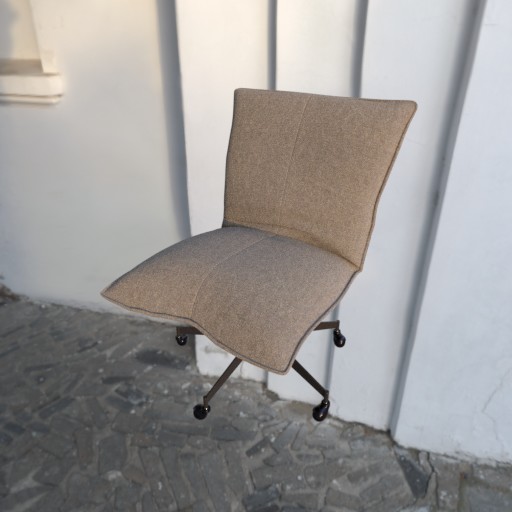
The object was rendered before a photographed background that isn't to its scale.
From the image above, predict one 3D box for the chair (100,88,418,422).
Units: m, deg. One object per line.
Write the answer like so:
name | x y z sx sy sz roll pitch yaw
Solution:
chair | 0.000 0.000 1.266 0.597 0.811 0.696 17 33 29
